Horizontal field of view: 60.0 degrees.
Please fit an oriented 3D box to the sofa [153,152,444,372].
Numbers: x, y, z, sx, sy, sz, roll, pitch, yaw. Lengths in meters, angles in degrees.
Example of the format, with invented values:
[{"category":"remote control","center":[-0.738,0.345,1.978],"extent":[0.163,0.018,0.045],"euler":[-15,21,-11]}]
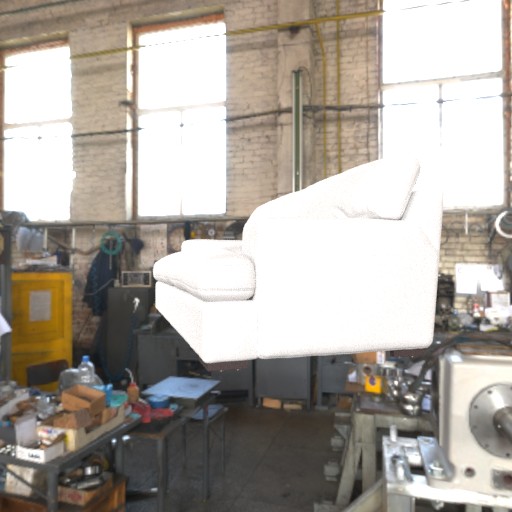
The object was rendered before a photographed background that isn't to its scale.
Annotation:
[{"category":"sofa","center":[0.000,0.000,2.874],"extent":[1.143,0.940,2.261],"euler":[0,-1,-18]}]
